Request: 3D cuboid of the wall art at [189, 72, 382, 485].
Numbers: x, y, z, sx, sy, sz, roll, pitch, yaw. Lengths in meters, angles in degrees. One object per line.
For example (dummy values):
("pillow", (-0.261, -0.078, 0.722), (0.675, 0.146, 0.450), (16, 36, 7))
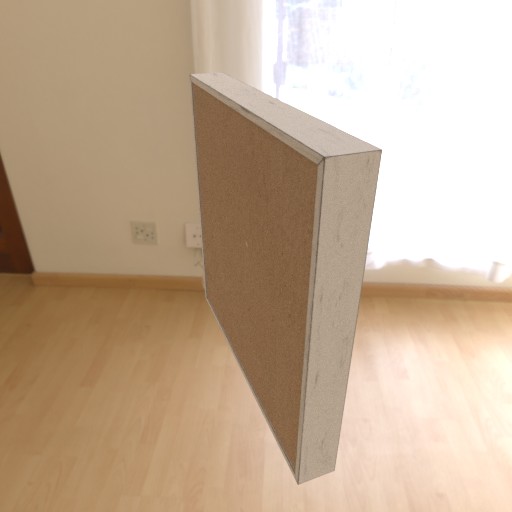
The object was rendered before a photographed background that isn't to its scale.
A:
("wall art", (0.000, 0.000, 0.451), (0.038, 0.305, 0.305), (-11, 33, -18))
